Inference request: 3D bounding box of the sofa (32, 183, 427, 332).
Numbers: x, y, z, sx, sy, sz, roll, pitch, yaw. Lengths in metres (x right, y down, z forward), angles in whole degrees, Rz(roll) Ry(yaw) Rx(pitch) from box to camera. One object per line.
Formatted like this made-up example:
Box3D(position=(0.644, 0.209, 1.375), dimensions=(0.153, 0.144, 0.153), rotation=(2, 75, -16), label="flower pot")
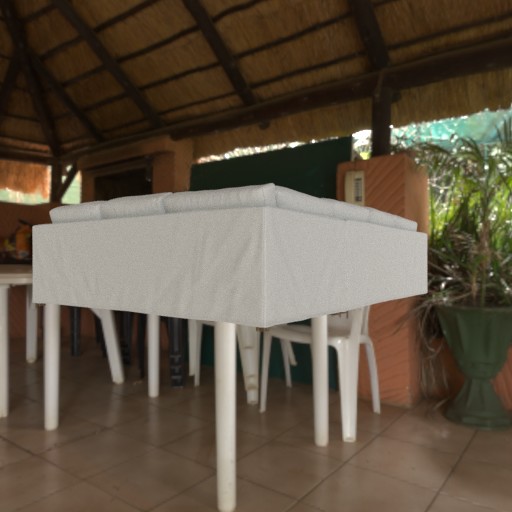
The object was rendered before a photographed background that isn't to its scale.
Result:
Box3D(position=(0.000, 0.000, 4.348), dimensions=(2.432, 0.871, 3.182), rotation=(0, -1, 36), label="sofa")
